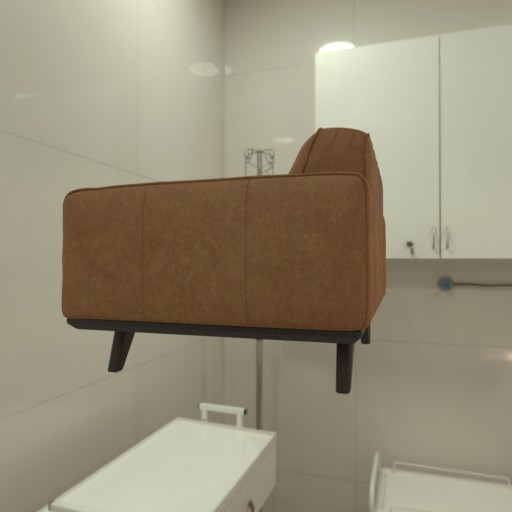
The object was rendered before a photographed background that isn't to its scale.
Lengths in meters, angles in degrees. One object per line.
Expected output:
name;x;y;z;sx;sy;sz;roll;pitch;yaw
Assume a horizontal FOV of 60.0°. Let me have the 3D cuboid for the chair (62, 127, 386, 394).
chair;0.000;0.000;1.747;0.952;0.782;1.118;0;-1;18
